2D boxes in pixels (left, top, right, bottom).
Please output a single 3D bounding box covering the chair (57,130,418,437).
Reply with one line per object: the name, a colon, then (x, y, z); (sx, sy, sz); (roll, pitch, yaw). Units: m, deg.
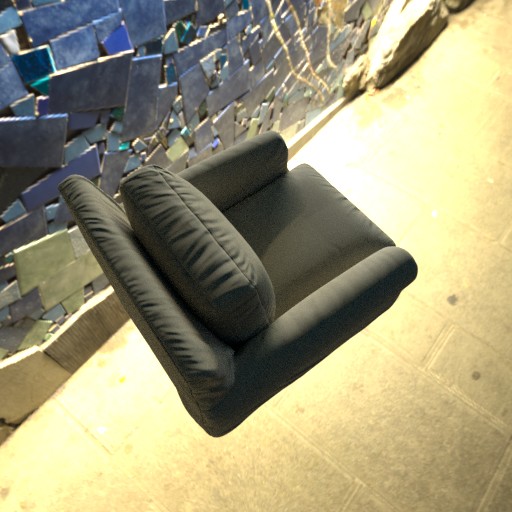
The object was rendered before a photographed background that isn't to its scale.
chair: (0.000, 0.000, 1.754); (1.066, 0.866, 0.940); (-32, 63, -19)
